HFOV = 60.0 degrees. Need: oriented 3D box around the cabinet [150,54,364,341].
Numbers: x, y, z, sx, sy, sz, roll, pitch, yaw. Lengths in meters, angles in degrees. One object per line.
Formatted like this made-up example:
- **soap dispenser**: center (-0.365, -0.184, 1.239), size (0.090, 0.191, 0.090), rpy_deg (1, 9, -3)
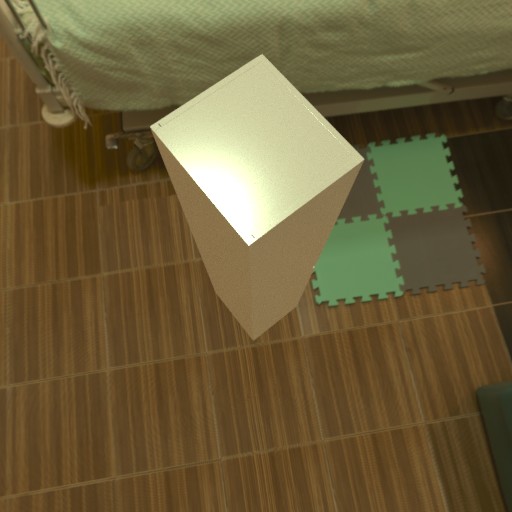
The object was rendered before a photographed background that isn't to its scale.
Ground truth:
- **cabinet**: center (0.000, 0.000, 1.487), size (0.269, 1.400, 0.300), rpy_deg (-37, 76, -11)
